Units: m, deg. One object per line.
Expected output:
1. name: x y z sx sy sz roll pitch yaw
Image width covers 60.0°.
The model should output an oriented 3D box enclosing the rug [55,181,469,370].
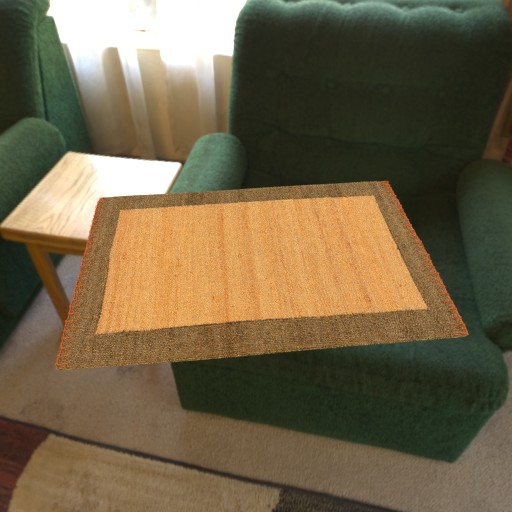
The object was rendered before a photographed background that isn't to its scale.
1. rug: 0.000 0.000 2.357 1.838 0.019 1.220 -4 44 -4
